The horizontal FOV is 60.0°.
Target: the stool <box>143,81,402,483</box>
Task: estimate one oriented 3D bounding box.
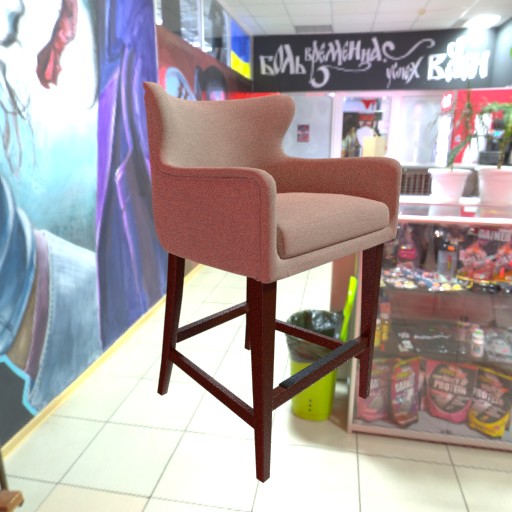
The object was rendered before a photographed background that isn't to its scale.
[{"bbox_3d":[0.000,0.000,1.373,0.637,0.987,0.615,14,21,41],"label":"stool"}]
